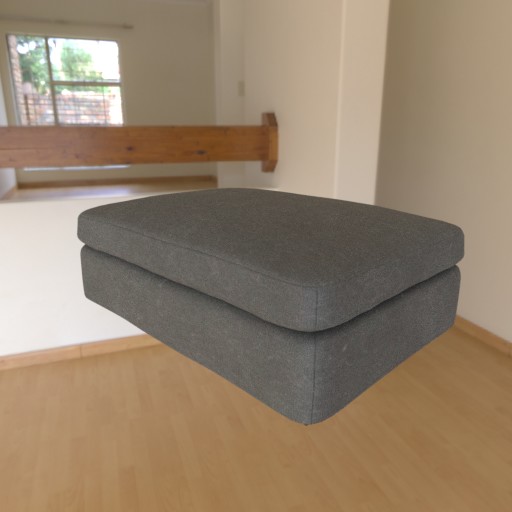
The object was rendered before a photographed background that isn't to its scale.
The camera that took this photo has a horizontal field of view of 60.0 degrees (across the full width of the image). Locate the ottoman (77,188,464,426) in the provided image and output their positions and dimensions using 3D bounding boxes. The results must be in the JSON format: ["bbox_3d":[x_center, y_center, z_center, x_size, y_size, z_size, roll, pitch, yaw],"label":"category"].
[{"bbox_3d":[0.000,0.000,1.613,0.840,0.429,1.199,-16,23,-42],"label":"ottoman"}]
